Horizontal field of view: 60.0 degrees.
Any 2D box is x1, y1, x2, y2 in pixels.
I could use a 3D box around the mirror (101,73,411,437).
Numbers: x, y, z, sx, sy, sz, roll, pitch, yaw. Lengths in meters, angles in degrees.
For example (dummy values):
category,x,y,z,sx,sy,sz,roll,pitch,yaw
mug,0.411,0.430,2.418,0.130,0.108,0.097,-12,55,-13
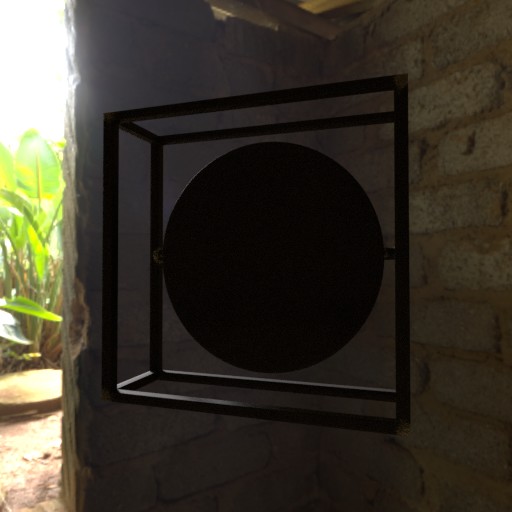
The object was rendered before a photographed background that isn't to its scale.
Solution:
category,x,y,z,sx,sy,sz,roll,pitch,yaw
mirror,0.000,0.000,0.469,0.306,0.303,0.107,0,-1,19
